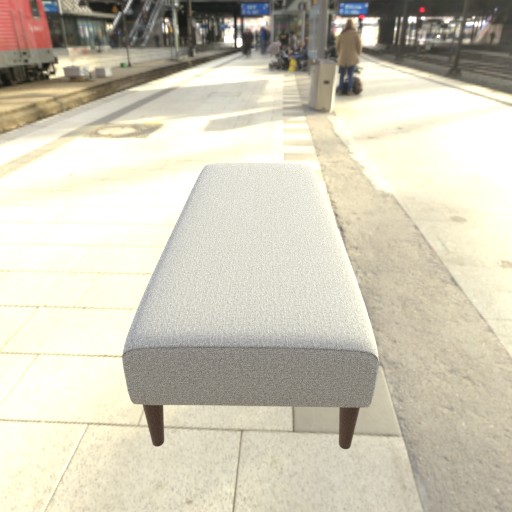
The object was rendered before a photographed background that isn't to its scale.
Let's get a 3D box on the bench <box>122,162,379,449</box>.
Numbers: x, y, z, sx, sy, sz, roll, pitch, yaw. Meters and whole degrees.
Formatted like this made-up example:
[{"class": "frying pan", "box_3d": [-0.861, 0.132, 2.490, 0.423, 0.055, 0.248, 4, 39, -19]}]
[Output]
[{"class": "bench", "box_3d": [0.000, 0.000, 1.787, 0.631, 0.383, 1.598, 0, 27, 1]}]
